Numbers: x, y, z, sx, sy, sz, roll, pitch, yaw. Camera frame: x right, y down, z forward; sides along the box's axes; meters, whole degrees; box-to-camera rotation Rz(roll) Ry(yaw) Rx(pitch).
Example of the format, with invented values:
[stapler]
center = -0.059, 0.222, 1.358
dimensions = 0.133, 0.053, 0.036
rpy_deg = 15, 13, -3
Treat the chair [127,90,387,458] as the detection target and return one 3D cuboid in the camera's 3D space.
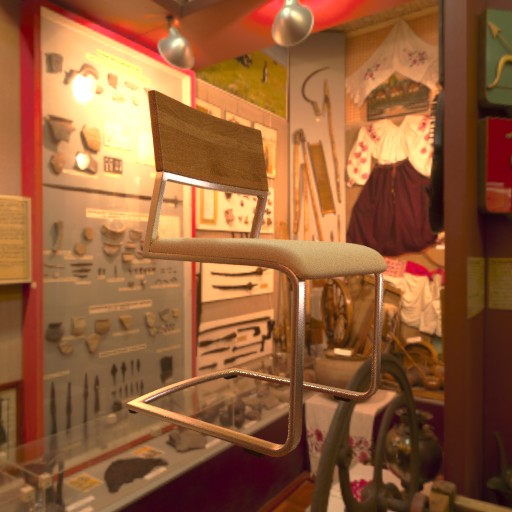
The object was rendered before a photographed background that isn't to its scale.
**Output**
[chair]
center = 0.000, 0.000, 1.217
dimensions = 0.585, 0.844, 0.467
rpy_deg = 0, 0, 36
